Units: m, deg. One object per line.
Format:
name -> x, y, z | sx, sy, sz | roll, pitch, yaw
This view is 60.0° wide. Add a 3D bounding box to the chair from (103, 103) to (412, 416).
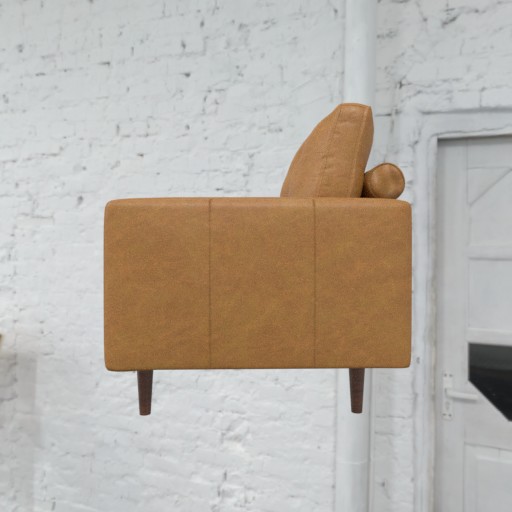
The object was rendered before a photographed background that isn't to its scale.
chair -> 0.000, 0.000, 1.536 | 0.868, 0.896, 0.831 | 0, 0, -2
